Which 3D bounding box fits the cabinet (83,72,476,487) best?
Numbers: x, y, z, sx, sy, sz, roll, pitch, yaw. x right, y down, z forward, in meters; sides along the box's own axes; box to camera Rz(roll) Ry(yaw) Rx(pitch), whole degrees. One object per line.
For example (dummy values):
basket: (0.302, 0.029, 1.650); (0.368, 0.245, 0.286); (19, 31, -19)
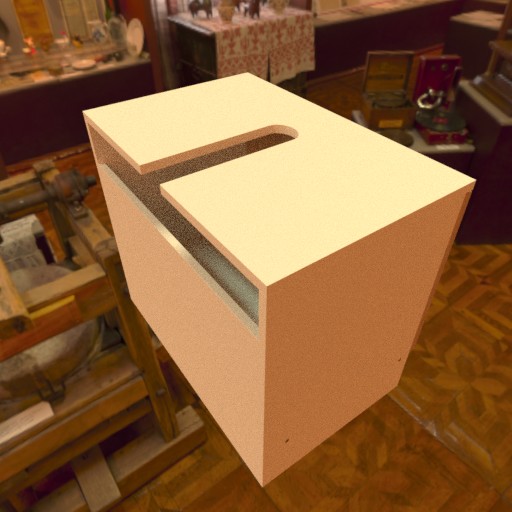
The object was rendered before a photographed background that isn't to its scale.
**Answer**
cabinet: (0.000, 0.000, 0.932); (0.400, 0.522, 0.600); (-25, 46, -26)
